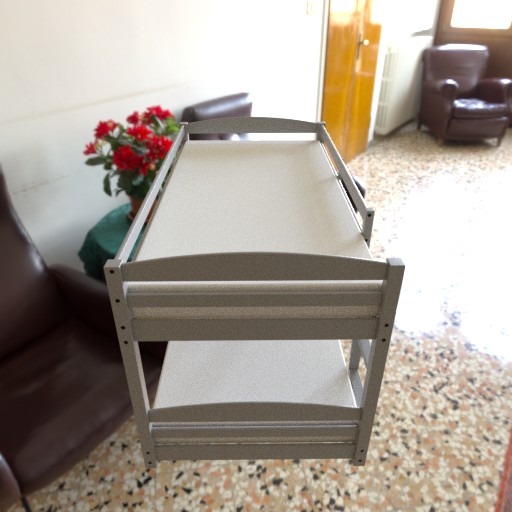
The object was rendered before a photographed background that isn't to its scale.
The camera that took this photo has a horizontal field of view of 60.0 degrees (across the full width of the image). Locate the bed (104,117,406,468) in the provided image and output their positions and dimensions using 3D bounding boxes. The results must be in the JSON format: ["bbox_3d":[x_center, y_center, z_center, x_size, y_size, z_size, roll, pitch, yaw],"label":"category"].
[{"bbox_3d":[0.000,0.000,2.720,1.105,1.206,2.013,0,31,-1],"label":"bed"}]
